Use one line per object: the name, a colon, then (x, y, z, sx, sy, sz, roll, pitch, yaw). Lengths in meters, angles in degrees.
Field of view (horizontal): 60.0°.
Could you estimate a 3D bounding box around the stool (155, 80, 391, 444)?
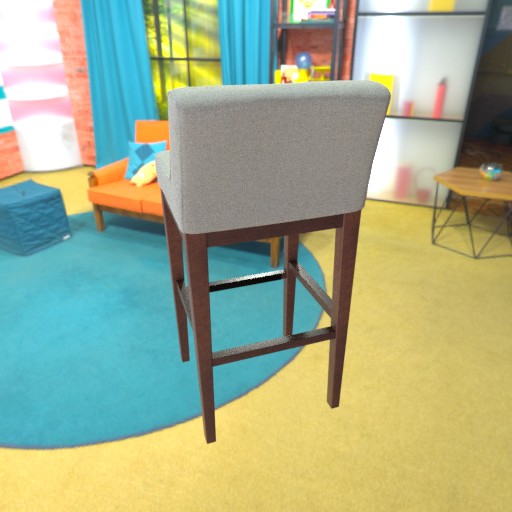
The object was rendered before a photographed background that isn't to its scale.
stool: (0.000, 0.000, 1.368, 0.511, 1.037, 0.500, -9, 29, -17)
